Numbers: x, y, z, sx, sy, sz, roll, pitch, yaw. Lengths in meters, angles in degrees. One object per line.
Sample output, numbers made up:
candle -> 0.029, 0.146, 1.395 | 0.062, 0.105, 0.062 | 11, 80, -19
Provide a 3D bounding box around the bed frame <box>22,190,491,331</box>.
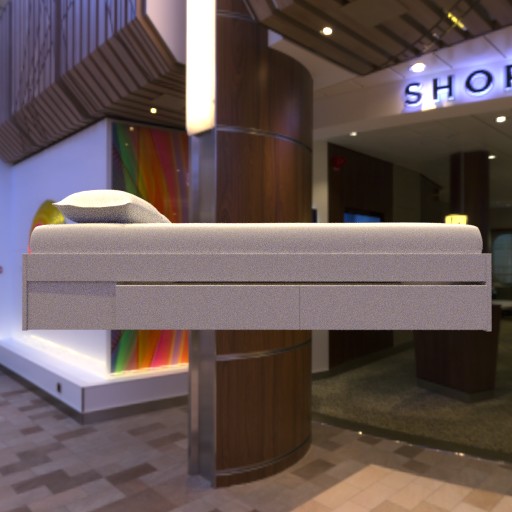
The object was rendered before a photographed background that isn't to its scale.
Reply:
bed frame -> 0.000, 0.000, 2.557 | 1.950, 0.629, 1.450 | 0, 0, 0
